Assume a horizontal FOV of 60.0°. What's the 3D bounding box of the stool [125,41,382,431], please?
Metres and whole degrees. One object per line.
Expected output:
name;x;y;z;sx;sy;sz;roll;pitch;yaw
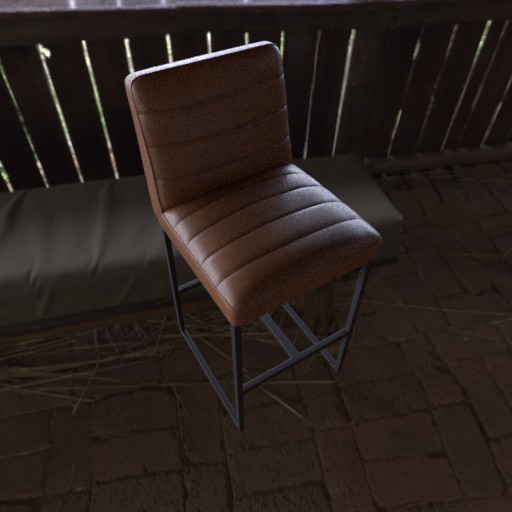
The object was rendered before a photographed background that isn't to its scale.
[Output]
stool;0.000;0.000;1.355;0.458;1.040;0.556;-24;51;-21
